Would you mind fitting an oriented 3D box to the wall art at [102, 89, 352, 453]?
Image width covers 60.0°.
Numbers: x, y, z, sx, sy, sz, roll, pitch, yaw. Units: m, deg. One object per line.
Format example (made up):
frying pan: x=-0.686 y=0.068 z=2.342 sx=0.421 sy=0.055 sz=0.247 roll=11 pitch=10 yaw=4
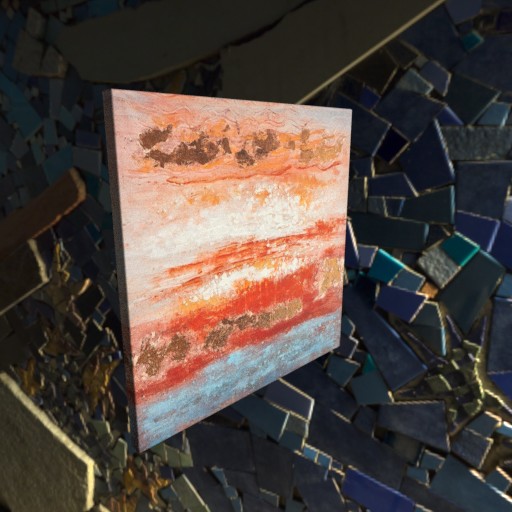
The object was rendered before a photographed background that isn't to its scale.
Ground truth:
wall art: x=0.000 y=0.000 z=1.133 sx=0.747 sy=0.747 sz=0.035 roll=-14 pitch=20 yaw=-43
